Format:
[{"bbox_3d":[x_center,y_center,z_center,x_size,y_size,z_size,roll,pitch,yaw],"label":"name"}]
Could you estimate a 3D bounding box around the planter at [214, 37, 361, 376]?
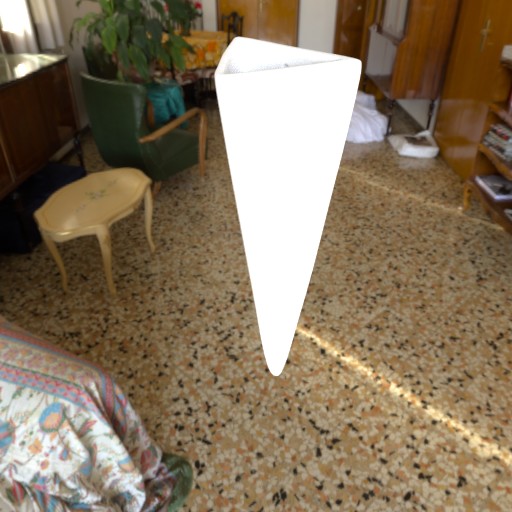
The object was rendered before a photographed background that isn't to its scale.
[{"bbox_3d":[0.000,0.000,0.397,0.065,0.338,0.143,-20,38,-28],"label":"planter"}]
